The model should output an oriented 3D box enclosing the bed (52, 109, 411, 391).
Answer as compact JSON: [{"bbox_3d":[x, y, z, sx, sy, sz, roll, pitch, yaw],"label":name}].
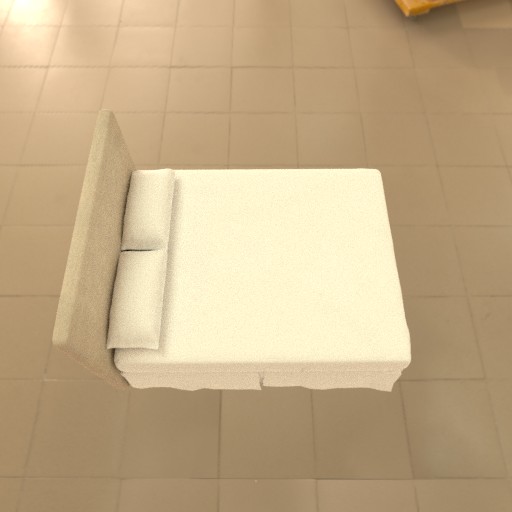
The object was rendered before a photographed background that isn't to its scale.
[{"bbox_3d":[0.000,0.000,3.231,2.162,1.330,1.713,0,63,0],"label":"bed"}]
